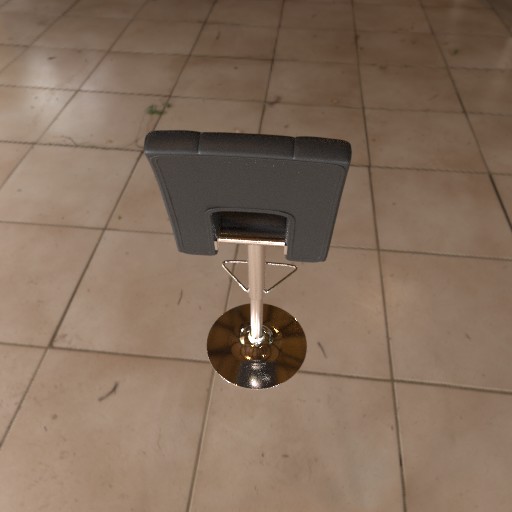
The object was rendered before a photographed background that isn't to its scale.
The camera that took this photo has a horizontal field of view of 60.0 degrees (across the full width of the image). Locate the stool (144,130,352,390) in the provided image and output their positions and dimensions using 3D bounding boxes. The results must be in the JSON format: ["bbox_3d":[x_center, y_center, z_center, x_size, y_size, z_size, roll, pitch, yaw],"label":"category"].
[{"bbox_3d":[0.000,0.000,1.393,0.415,1.151,0.520,4,48,3],"label":"stool"}]
